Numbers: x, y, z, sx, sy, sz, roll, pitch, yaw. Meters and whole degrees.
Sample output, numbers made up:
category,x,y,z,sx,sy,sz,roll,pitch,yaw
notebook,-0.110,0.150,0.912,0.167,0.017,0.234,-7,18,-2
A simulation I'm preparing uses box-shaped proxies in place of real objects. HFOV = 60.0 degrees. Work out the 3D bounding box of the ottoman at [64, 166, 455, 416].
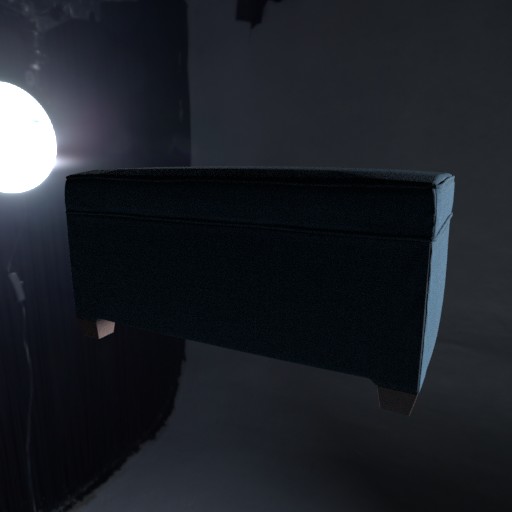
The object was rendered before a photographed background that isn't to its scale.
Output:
category,x,y,z,sx,sy,sz,roll,pitch,yaw
ottoman,0.000,0.000,1.196,0.943,0.474,0.474,6,14,26
